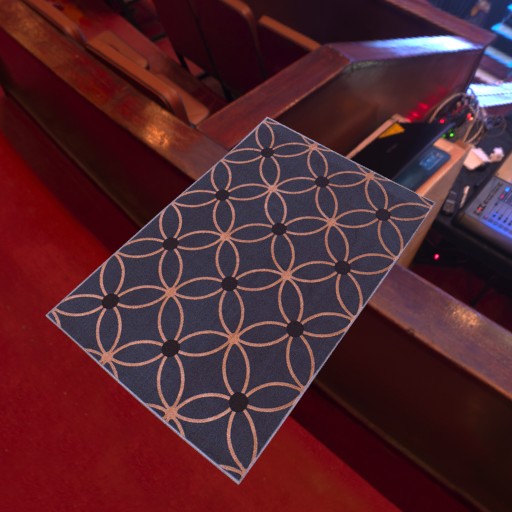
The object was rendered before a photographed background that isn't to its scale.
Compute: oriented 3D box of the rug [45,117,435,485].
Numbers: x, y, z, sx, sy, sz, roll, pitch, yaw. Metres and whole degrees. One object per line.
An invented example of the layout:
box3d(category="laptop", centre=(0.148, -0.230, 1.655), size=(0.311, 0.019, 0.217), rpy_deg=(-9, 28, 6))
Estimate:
box3d(category="rug", centre=(0.000, 0.000, 2.944), size=(1.522, 0.008, 2.284), rpy_deg=(33, 63, 19))
